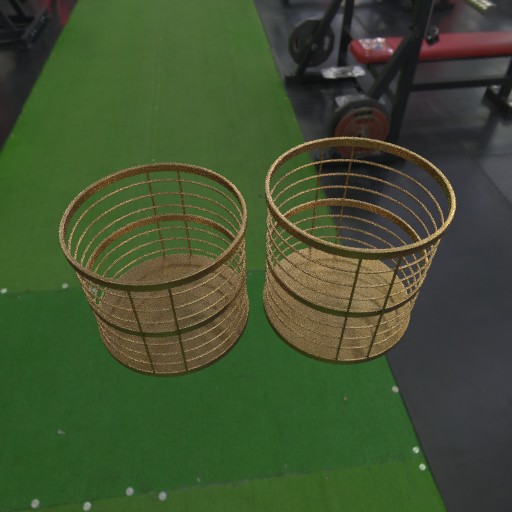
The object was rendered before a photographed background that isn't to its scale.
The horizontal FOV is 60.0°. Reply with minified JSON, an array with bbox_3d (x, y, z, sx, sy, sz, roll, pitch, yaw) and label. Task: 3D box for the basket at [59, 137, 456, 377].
[{"bbox_3d":[0.000,0.000,0.958,0.746,0.351,0.356,-3,46,-3],"label":"basket"}]
